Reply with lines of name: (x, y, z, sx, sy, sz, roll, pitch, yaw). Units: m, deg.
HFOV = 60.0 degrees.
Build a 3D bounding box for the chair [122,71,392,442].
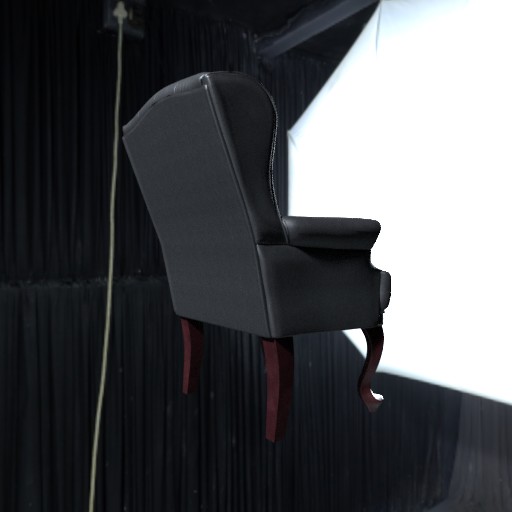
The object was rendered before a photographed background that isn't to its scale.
chair: (0.000, 0.000, 1.681, 0.822, 1.133, 0.831, 0, 0, -36)
